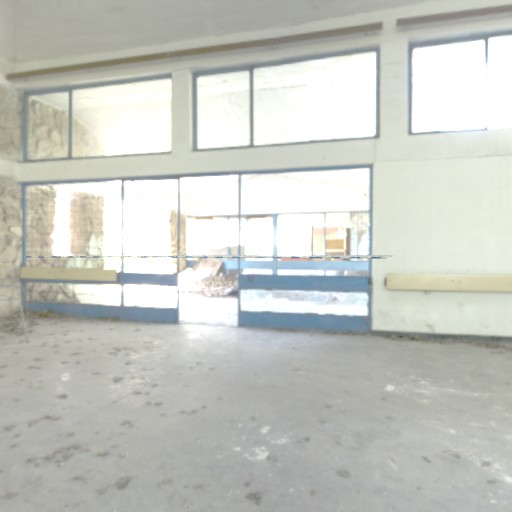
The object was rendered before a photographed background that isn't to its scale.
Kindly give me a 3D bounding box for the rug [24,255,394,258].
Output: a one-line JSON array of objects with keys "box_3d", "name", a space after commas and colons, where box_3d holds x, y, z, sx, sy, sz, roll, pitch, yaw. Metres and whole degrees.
[{"box_3d": [0.000, 0.000, 4.192, 2.453, 0.008, 3.059, 0, 0, 18], "name": "rug"}]
